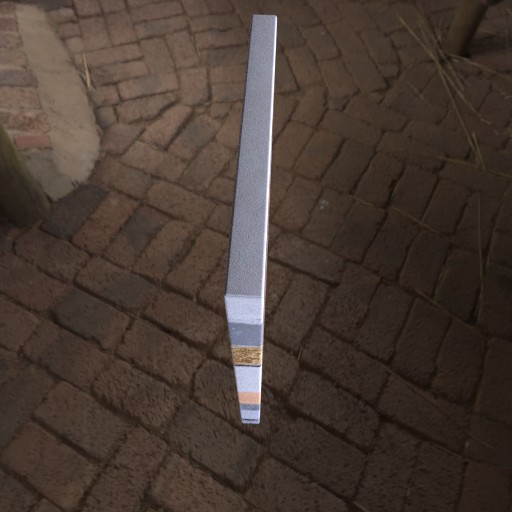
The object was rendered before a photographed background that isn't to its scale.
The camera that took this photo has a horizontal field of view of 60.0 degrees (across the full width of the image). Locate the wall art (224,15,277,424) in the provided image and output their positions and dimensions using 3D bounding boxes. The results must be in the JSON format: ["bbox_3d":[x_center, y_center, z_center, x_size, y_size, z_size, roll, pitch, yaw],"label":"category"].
[{"bbox_3d":[0.000,0.000,0.789,0.038,0.609,0.456,3,59,2],"label":"wall art"}]
